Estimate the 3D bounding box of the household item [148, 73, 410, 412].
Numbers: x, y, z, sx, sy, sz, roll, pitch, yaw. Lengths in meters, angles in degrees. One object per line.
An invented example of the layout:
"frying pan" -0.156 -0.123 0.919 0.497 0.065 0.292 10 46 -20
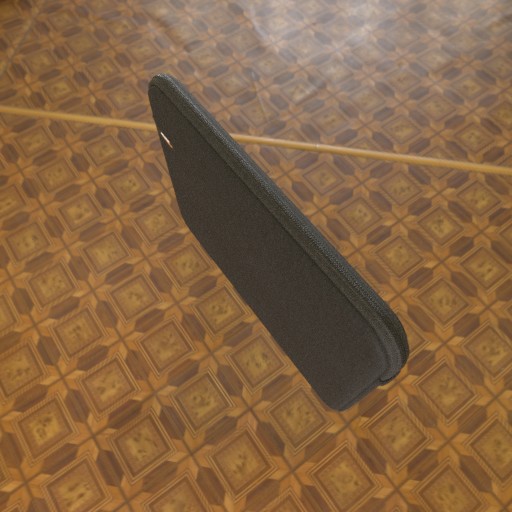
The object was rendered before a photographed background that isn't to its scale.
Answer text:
"household item" 0.000 0.000 0.523 0.030 0.305 0.396 -33 68 -16
